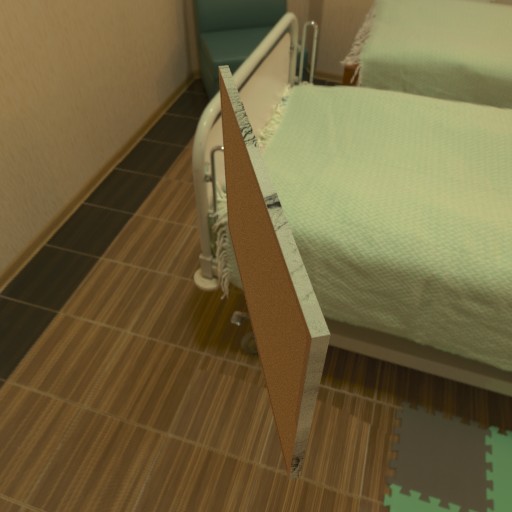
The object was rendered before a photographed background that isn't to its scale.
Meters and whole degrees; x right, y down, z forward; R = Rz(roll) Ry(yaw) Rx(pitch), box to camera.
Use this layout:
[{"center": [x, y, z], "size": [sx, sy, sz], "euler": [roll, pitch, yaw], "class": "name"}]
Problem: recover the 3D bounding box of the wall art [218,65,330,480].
[{"center": [0.000, 0.000, 1.438], "size": [0.035, 0.758, 1.141], "euler": [-8, 47, -8], "class": "wall art"}]
